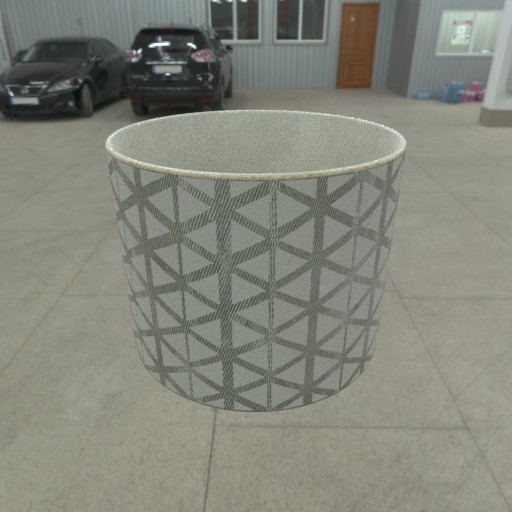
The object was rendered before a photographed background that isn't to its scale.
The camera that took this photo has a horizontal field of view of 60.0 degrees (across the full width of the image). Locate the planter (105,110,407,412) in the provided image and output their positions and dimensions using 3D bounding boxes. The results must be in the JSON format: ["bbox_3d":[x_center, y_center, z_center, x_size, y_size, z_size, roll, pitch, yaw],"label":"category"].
[{"bbox_3d":[0.000,0.000,0.437,0.250,0.239,0.250,0,27,0],"label":"planter"}]
